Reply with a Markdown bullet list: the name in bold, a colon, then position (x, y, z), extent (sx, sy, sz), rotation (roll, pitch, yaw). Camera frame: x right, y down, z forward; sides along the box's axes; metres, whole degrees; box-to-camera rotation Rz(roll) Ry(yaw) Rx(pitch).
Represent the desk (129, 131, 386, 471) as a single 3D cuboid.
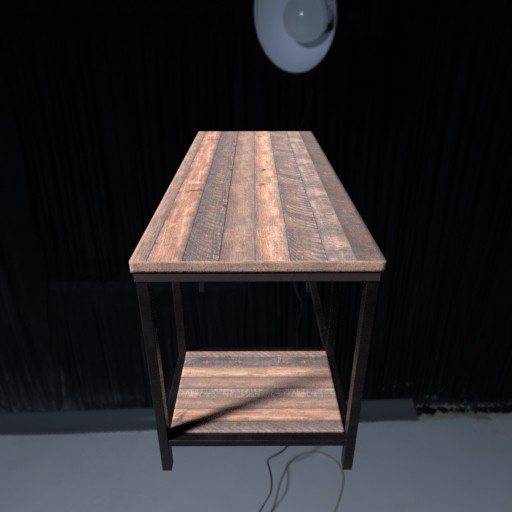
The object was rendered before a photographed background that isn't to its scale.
- **desk**: position (0.000, 0.000, 1.919), extent (0.617, 0.753, 1.538), rotation (0, 27, 0)
